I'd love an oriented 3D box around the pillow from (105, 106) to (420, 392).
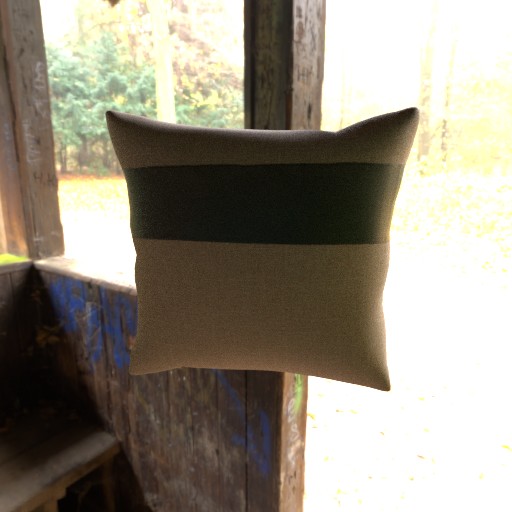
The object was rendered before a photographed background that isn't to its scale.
[{"bbox_3d":[0.000,0.000,0.629,0.414,0.399,0.173,2,14,7],"label":"pillow"}]
